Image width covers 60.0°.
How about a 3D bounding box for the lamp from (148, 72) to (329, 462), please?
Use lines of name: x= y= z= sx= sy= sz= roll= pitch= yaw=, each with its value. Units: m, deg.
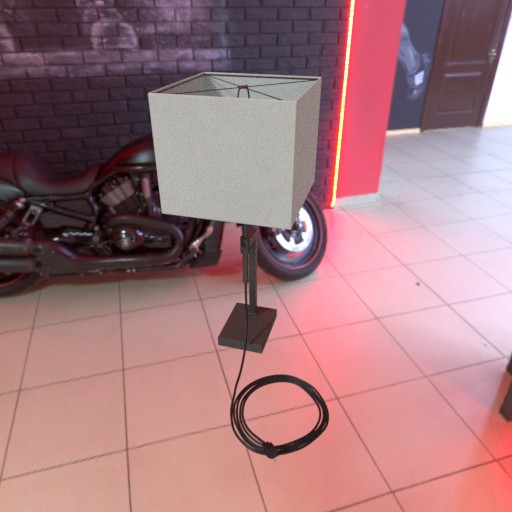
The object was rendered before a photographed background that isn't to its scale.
lamp: x=0.000 y=0.000 z=0.956 sx=0.399 sy=0.660 sz=0.504 roll=8 pitch=31 yaw=14
